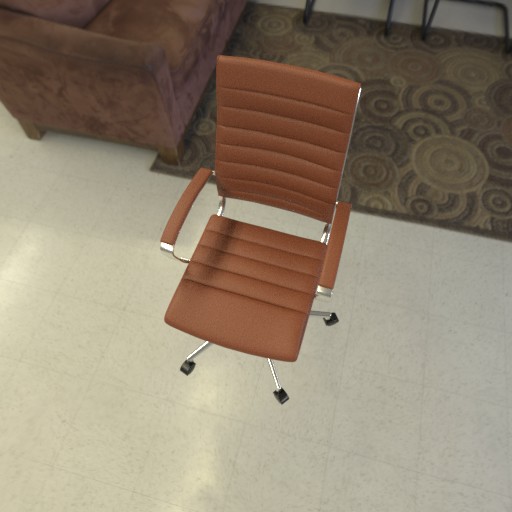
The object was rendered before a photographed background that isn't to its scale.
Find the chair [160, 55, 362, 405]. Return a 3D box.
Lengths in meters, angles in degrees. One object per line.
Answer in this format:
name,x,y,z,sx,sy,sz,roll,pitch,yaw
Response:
chair,0.000,0.000,1.640,0.766,1.149,0.739,15,60,9
